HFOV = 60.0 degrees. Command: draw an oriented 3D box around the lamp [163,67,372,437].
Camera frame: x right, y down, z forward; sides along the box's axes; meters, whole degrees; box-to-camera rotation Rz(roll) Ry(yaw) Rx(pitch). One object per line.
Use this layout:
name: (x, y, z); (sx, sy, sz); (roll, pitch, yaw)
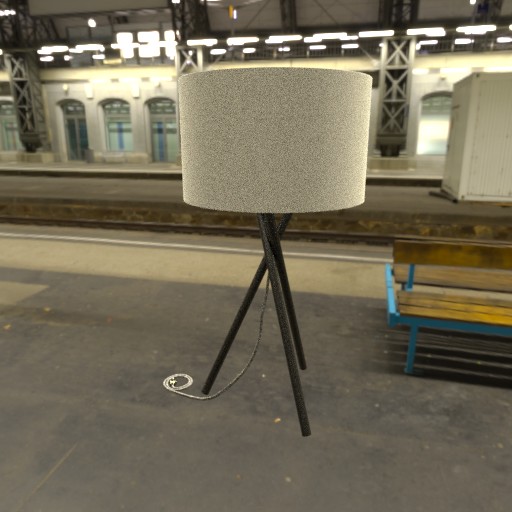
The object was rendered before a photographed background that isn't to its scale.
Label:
lamp: (0.000, 0.000, 0.910); (0.422, 0.674, 0.353); (-2, 16, -8)
